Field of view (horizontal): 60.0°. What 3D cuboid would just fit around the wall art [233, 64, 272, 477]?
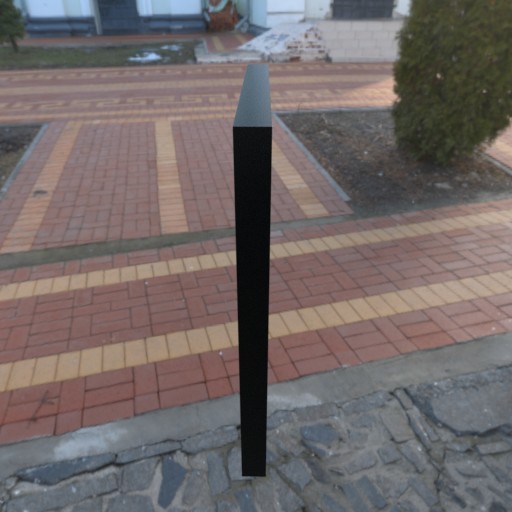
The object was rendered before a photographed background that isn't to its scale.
[{"bbox_3d":[0.000,0.000,0.758,0.038,0.551,0.448,0,30,1],"label":"wall art"}]
